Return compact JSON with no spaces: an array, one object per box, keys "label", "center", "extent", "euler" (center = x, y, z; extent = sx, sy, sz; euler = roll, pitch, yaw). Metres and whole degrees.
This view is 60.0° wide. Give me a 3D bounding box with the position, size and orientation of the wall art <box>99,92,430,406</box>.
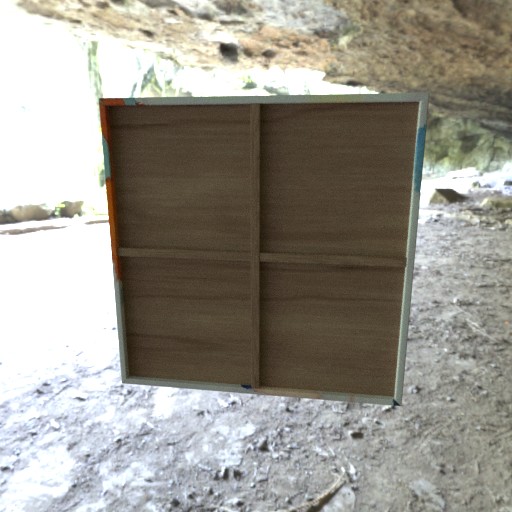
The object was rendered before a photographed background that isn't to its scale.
[{"label":"wall art","center":[0.000,0.000,1.491],"extent":[1.017,1.017,0.044],"euler":[2,14,8]}]
